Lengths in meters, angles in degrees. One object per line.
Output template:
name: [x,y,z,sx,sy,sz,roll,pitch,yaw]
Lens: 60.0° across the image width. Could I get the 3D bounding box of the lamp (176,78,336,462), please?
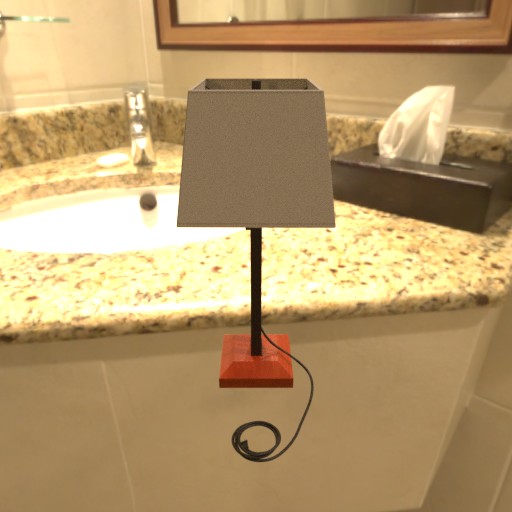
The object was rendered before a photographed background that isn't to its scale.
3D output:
lamp: [0.000,0.000,1.004,0.310,0.737,0.498,0,26,0]
